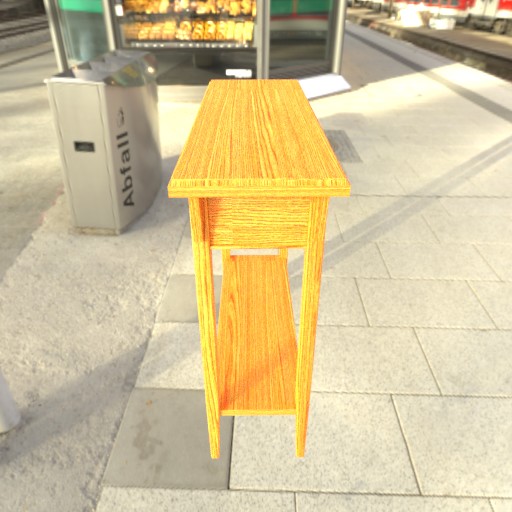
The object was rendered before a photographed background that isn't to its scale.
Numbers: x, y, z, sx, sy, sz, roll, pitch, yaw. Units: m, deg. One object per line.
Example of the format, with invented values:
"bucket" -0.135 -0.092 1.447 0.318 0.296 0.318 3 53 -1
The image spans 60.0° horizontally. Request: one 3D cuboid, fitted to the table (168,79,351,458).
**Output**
"table" 0.000 0.000 1.121 0.254 0.711 0.762 0 32 -1
